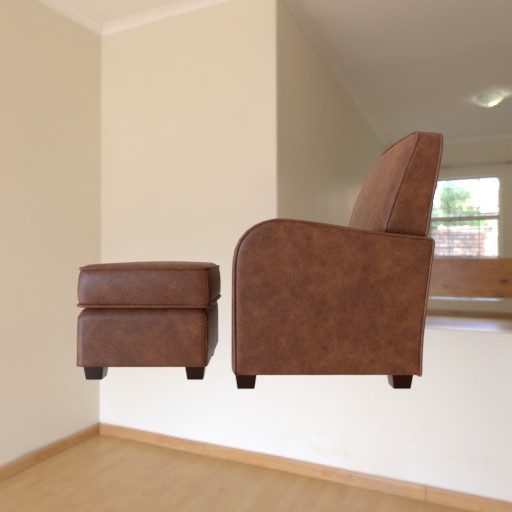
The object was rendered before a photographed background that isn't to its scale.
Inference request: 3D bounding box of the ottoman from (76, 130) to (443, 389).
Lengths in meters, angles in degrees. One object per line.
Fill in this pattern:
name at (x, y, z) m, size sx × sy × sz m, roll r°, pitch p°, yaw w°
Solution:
ottoman at (0.000, 0.000, 1.840) m, size 1.314 × 0.904 × 0.732 m, roll 0°, pitch 0°, yaw 0°
